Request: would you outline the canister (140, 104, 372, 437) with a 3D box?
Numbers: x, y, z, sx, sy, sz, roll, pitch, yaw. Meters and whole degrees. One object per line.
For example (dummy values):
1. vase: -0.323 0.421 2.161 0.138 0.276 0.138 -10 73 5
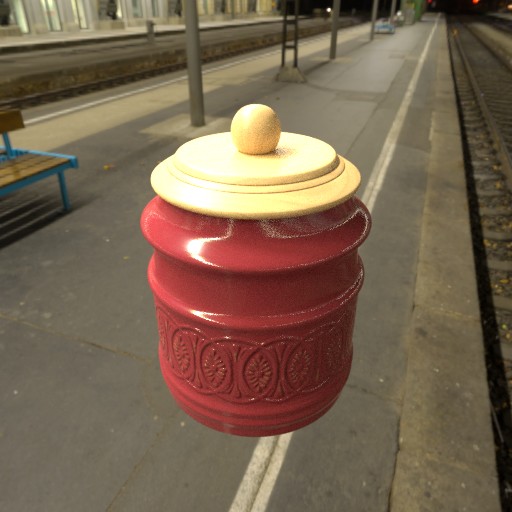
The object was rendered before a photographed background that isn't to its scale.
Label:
1. canister: 0.000 0.000 0.269 0.130 0.176 0.130 0 30 0
